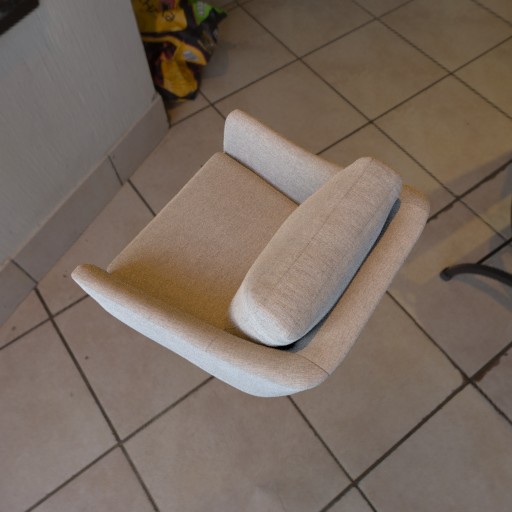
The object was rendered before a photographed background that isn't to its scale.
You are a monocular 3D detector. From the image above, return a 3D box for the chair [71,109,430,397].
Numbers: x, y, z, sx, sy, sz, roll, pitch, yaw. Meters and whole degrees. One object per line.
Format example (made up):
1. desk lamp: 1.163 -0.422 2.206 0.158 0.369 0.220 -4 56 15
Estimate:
1. chair: 0.000 0.000 1.733 0.961 0.902 0.986 32 67 15
